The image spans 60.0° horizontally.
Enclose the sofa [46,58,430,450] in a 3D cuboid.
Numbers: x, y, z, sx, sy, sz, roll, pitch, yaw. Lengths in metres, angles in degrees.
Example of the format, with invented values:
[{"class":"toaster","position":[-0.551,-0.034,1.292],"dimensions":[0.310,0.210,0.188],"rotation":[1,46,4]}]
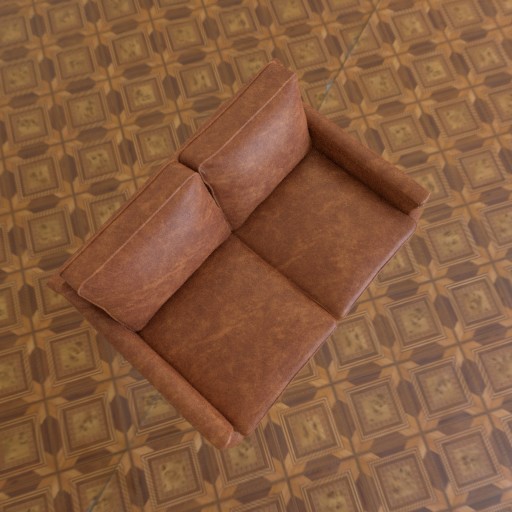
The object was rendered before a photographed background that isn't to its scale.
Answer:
[{"class":"sofa","position":[0.000,0.000,2.259],"dimensions":[1.084,1.003,1.597],"rotation":[40,78,10]}]
